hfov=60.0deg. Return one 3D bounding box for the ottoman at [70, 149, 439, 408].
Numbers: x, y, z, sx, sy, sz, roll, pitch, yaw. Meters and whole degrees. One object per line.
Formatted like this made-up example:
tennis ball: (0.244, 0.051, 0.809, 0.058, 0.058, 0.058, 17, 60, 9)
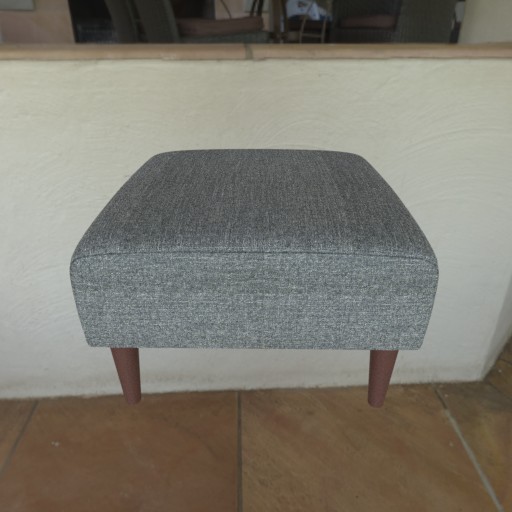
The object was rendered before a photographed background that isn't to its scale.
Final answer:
ottoman: (0.000, 0.000, 1.081, 0.648, 0.399, 0.655, 0, 27, 1)
